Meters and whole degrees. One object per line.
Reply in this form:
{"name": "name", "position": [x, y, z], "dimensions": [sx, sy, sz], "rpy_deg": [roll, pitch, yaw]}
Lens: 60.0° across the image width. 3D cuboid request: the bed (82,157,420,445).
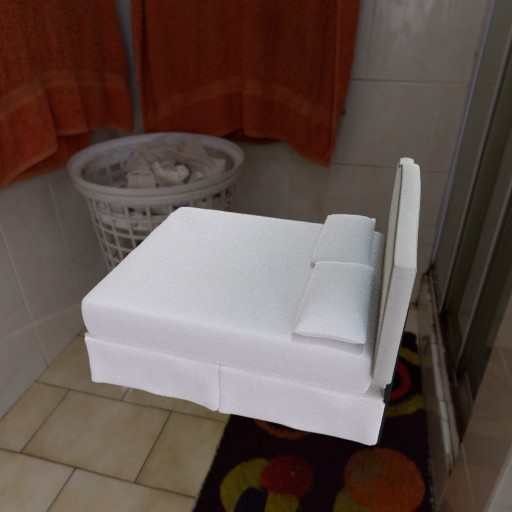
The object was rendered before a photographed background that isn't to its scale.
{"name": "bed", "position": [0.000, 0.000, 3.447], "dimensions": [2.180, 1.607, 1.813], "rpy_deg": [9, 32, 14]}
